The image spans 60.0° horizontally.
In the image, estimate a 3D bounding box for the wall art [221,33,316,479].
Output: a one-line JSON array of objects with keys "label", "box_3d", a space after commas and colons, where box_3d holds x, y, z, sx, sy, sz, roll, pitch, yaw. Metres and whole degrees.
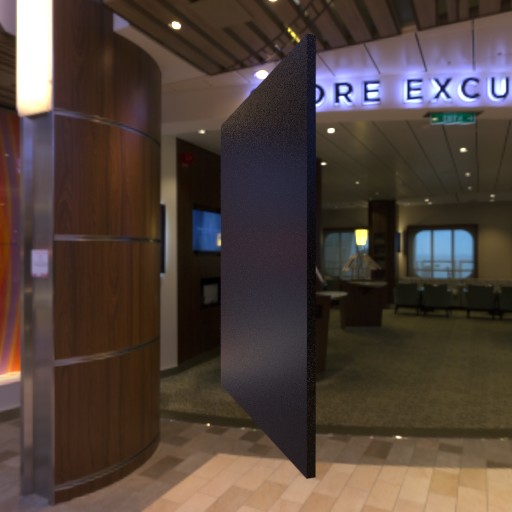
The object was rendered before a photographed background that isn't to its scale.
[{"label": "wall art", "box_3d": [0.000, 0.000, 0.790, 0.013, 0.582, 0.442, 0, 0, -19]}]
